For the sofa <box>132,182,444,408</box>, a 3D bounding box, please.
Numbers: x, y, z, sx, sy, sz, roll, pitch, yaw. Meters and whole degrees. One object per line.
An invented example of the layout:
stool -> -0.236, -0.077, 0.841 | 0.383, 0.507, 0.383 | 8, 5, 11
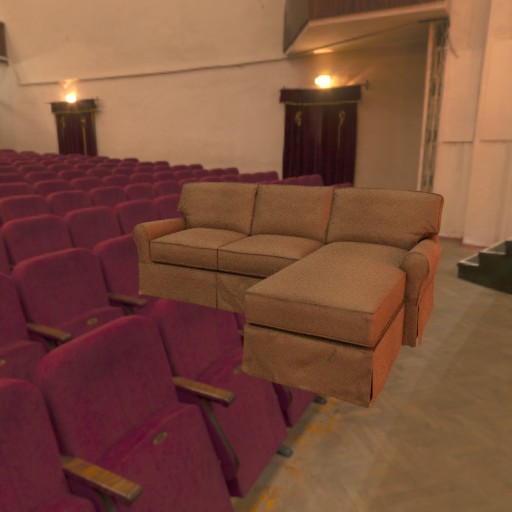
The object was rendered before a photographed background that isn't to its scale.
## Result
sofa -> 0.000, 0.000, 3.350 | 2.475, 0.978, 1.733 | 7, 15, 27
